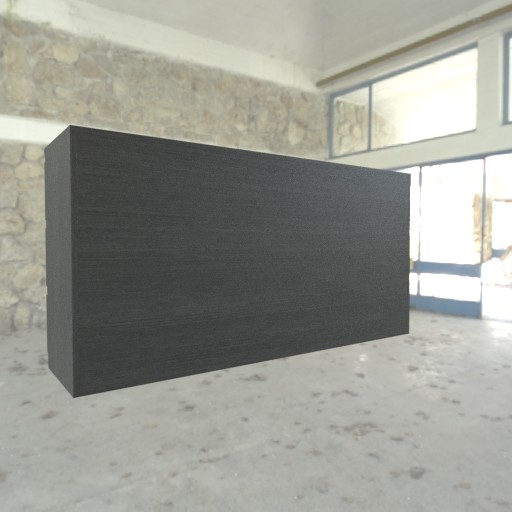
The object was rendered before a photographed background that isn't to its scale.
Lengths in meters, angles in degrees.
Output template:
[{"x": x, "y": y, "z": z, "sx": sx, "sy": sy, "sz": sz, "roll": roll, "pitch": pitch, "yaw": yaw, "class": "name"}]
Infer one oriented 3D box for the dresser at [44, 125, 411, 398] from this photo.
[{"x": 0.000, "y": 0.000, "z": 1.907, "sx": 1.590, "sy": 0.795, "sz": 0.400, "roll": -1, "pitch": 2, "yaw": -35, "class": "dresser"}]
